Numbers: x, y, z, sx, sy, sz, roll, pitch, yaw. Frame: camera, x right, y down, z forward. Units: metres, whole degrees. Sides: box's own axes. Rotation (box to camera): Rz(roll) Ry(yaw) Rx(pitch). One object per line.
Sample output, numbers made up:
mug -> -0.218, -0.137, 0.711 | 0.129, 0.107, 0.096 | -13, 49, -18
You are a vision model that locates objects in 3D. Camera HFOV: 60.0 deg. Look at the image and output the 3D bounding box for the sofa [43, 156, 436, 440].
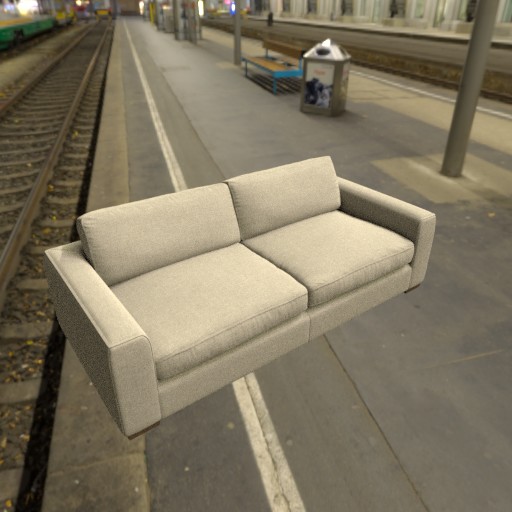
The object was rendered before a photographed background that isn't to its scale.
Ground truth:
sofa -> 0.000, 0.000, 2.781 | 2.262, 0.801, 1.070 | -20, 35, -31
